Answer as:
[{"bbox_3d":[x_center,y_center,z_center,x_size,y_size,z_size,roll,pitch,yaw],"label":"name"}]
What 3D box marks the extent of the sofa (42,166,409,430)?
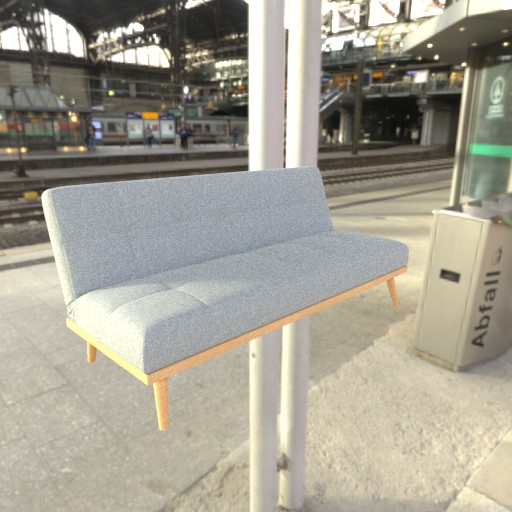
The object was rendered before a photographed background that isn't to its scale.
[{"bbox_3d":[0.000,0.000,2.299,1.820,0.800,0.800,-15,21,-42],"label":"sofa"}]
